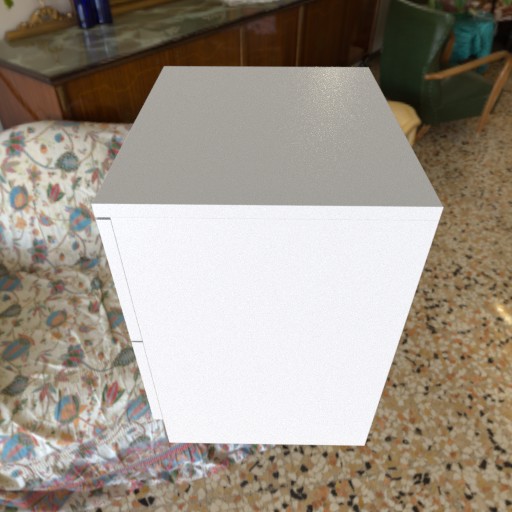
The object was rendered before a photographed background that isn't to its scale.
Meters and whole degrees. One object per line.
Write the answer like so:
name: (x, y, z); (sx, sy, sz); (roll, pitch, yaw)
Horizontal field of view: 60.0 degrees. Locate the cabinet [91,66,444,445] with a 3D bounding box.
cabinet: (0.000, 0.000, 0.724); (0.360, 0.470, 0.400); (1, 41, 1)
